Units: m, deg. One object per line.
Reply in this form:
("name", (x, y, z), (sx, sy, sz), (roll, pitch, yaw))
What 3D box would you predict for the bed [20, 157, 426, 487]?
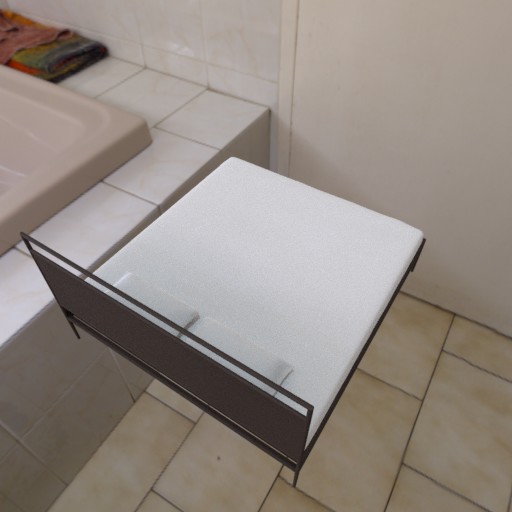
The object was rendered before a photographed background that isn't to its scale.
("bed", (0.000, 0.000, 3.326), (1.993, 1.173, 2.151), (26, 53, 22))
